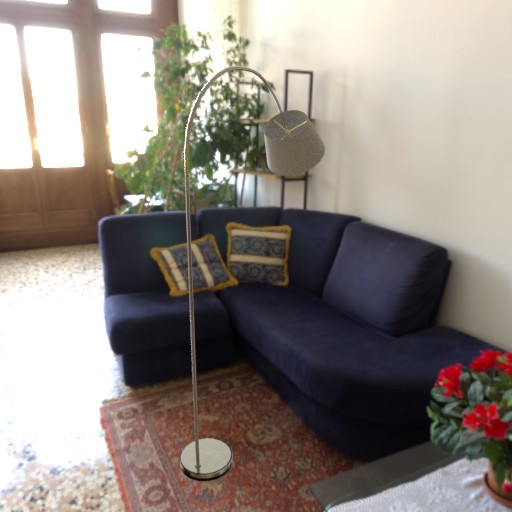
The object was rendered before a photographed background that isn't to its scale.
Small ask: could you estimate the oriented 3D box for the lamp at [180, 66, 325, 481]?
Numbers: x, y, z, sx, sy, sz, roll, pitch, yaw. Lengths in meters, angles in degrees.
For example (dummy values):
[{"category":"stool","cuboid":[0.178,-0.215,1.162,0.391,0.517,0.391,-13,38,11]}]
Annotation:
[{"category":"lamp","cuboid":[0.000,0.000,2.680,0.406,2.098,1.445,8,17,27]}]
